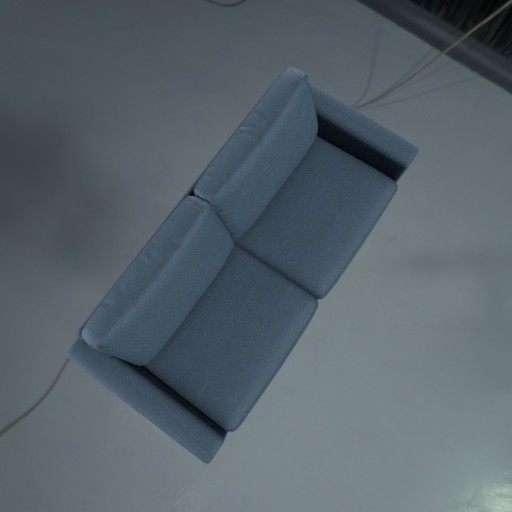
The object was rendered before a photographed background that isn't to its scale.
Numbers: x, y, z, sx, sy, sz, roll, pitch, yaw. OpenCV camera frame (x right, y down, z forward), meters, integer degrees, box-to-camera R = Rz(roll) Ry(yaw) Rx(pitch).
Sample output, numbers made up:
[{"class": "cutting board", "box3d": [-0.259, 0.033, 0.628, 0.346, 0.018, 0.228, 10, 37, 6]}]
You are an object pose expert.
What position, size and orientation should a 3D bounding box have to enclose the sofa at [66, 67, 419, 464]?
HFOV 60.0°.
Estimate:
[{"class": "sofa", "box3d": [0.000, 0.000, 2.372, 0.877, 0.865, 1.900, 34, 79, 8]}]
